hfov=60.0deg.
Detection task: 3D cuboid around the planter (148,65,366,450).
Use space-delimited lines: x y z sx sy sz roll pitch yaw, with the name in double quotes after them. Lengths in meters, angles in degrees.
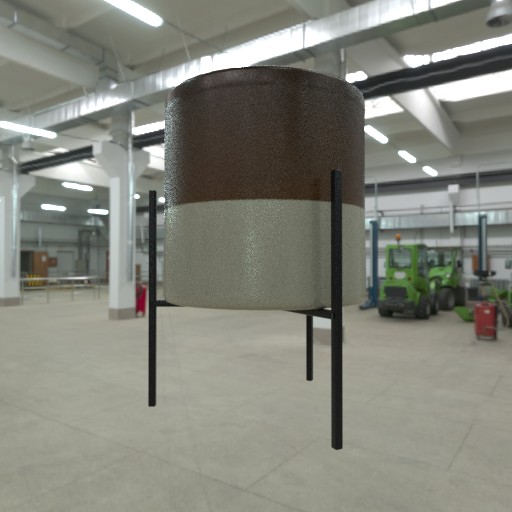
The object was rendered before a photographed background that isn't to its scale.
0.000 0.000 0.553 0.269 0.375 0.255 0 -1 0 "planter"
